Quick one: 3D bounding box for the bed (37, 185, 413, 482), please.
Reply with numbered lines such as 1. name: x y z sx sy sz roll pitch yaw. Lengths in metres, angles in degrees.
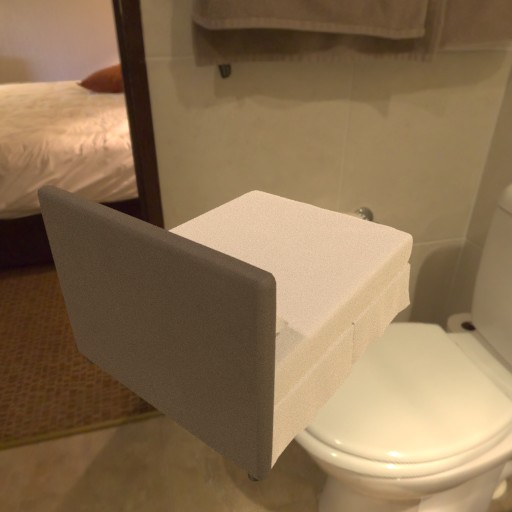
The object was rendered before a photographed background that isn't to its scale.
1. bed: 0.000 0.000 3.171 1.723 1.330 2.142 21 36 32
